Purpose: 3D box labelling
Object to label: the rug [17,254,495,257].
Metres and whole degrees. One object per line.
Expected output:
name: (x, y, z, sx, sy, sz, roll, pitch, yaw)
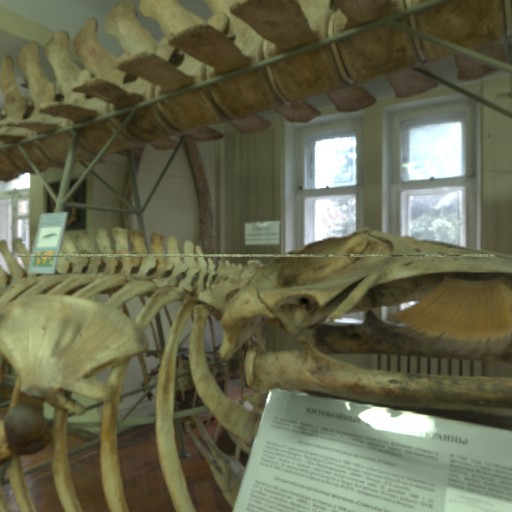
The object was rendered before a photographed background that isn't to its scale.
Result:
rug: (0.000, 0.000, 4.734, 3.824, 0.019, 2.393, 0, 0, 0)
